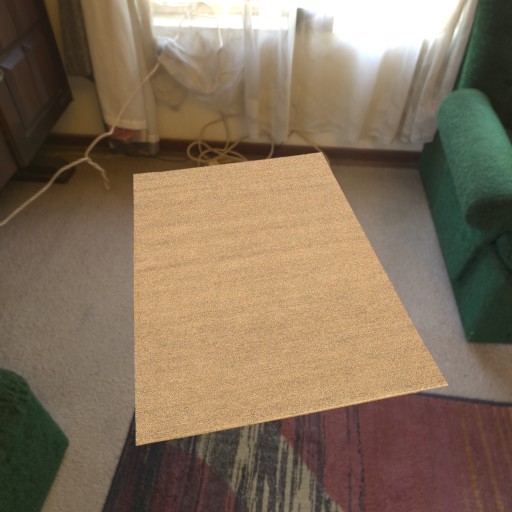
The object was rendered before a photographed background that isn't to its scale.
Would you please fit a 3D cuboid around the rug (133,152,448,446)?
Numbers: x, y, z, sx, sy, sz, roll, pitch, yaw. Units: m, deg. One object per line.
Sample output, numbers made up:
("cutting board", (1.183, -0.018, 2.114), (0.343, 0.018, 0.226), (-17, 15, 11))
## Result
("rug", (0.000, 0.000, 2.995), (1.624, 0.030, 2.264), (-8, 46, -8))
